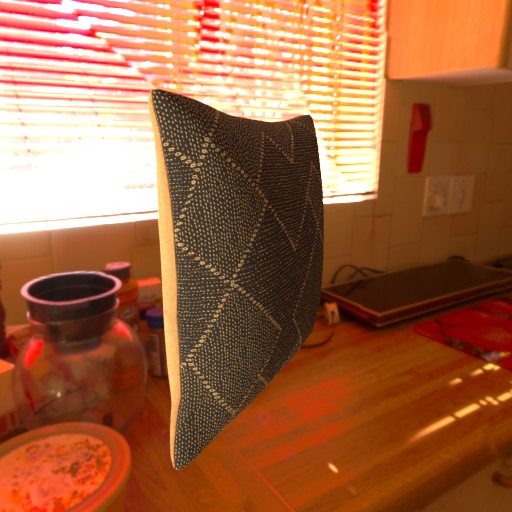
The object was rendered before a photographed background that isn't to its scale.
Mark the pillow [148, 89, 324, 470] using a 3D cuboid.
[{"bbox_3d":[0.000,0.000,0.662,0.148,0.428,0.435,7,16,26],"label":"pillow"}]
